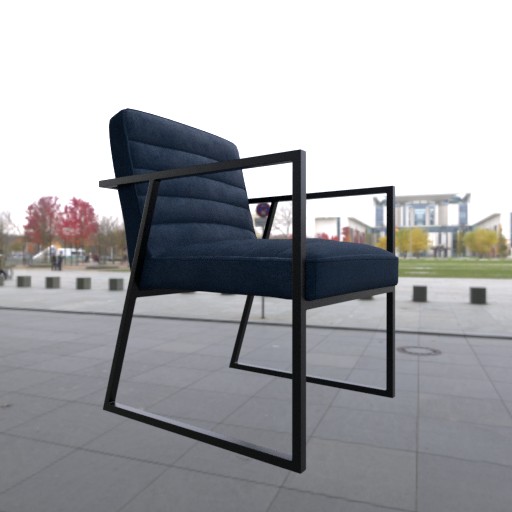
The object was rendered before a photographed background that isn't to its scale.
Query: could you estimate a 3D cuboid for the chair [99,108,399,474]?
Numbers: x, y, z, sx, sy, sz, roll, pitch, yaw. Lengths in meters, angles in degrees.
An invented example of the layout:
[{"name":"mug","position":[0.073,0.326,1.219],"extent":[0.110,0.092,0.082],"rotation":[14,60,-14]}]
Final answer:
[{"name":"chair","position":[0.000,0.000,1.255],"extent":[0.677,0.833,0.571],"rotation":[0,0,35]}]
